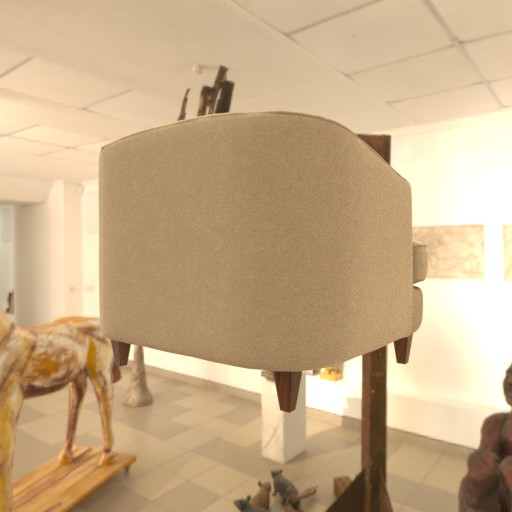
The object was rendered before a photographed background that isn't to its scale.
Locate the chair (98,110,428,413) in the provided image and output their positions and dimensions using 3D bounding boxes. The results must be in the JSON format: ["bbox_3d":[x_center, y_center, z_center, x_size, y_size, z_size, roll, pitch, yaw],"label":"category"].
[{"bbox_3d":[0.000,0.000,1.765,1.104,0.852,0.941,1,2,38],"label":"chair"}]
